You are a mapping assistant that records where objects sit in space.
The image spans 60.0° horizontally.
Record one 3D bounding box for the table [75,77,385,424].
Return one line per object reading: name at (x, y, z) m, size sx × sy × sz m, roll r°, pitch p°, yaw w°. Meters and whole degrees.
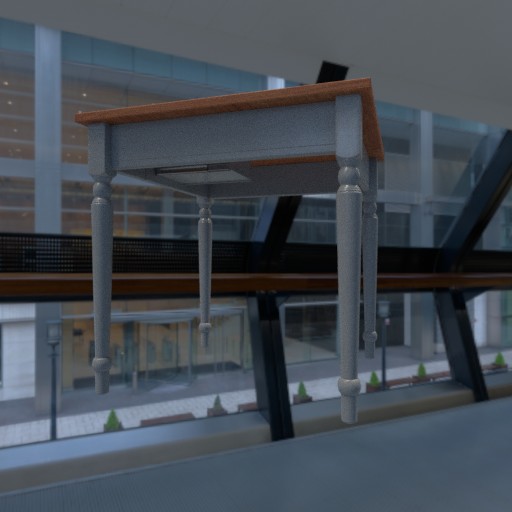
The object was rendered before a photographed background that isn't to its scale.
table at (0.000, 0.000, 1.388) m, size 0.747 × 0.738 × 0.747 m, roll 0°, pitch 0°, yaw 18°
